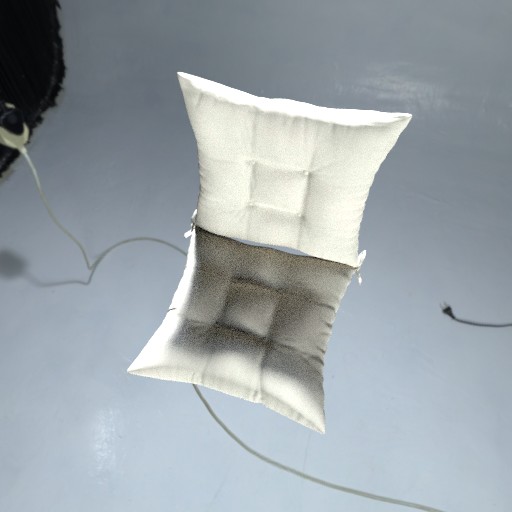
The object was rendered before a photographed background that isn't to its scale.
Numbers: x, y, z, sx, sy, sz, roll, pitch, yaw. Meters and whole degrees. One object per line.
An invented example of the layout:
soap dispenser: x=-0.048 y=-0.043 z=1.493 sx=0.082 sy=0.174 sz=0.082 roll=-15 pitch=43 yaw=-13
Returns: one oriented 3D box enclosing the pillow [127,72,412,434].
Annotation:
pillow: x=0.000 y=0.000 z=1.024 sx=0.541 sy=0.536 sz=0.585 roll=14 pitch=60 yaw=9
